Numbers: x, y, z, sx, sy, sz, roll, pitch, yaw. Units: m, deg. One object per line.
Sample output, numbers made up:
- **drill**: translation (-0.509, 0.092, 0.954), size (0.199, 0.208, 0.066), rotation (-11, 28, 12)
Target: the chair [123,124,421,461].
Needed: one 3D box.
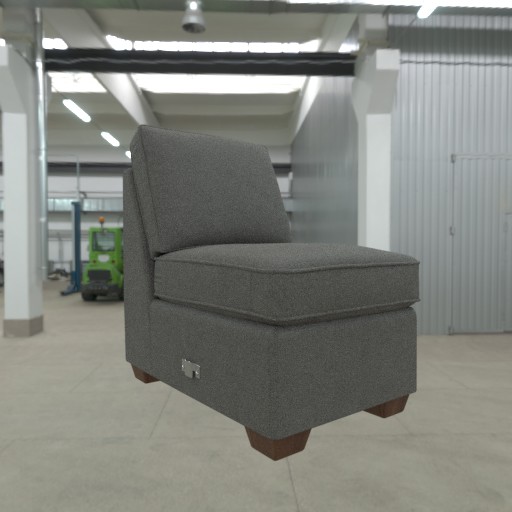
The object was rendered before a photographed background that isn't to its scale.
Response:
- **chair**: translation (0.000, 0.000, 1.551), size (0.621, 0.970, 0.938), rotation (-1, 2, -37)
